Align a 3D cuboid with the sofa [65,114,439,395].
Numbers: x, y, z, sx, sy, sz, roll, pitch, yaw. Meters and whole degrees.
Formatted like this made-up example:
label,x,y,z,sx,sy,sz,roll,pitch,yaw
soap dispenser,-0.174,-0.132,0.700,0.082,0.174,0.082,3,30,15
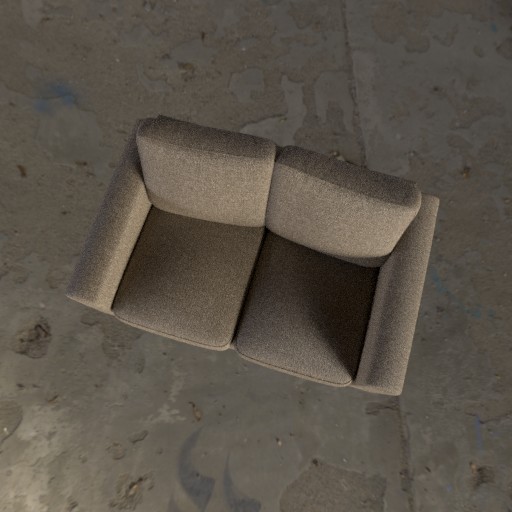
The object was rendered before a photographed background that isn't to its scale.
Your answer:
label,x,y,z,sx,sy,sz,roll,pitch,yaw
sofa,0.000,0.000,2.244,1.616,0.873,1.016,16,75,4
